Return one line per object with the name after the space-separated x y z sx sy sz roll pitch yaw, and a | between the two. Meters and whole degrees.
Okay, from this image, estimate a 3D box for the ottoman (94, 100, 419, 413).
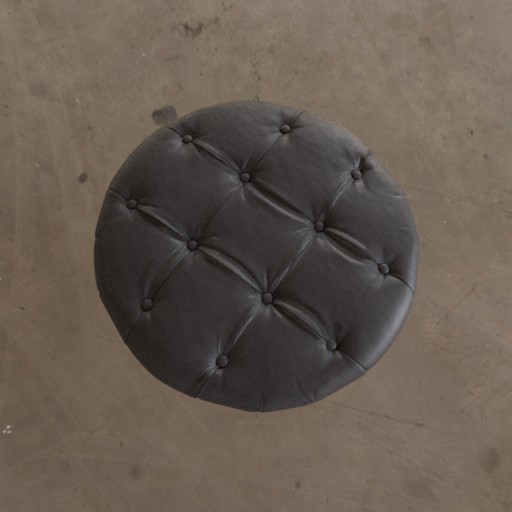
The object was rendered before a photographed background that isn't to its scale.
0.000 0.000 1.367 0.901 0.439 0.901 0 74 0 | ottoman
